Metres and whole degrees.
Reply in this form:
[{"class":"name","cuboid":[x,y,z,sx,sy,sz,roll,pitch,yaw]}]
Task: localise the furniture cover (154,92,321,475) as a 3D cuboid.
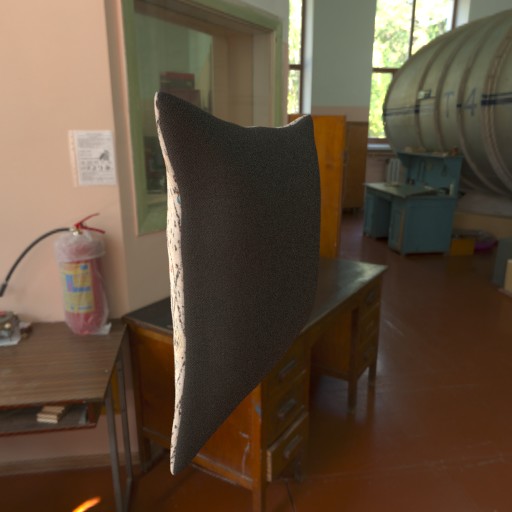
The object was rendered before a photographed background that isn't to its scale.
[{"class":"furniture cover","cuboid":[0.000,0.000,0.771,0.180,0.498,0.525,7,17,24]}]
